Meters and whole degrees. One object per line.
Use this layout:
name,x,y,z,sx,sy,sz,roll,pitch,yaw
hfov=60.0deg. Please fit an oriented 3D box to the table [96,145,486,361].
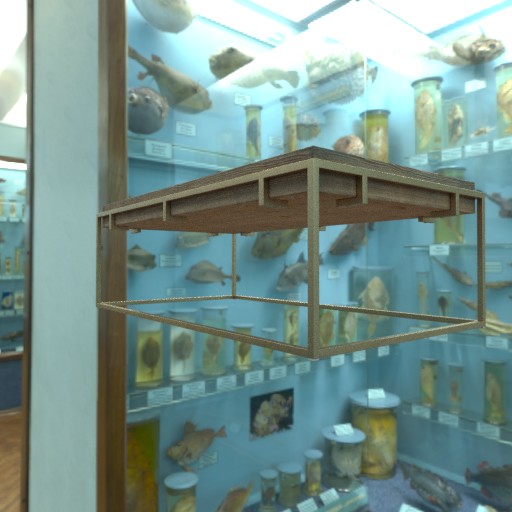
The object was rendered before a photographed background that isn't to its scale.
table,0.000,0.000,1.721,0.775,0.468,1.387,1,-1,-38
